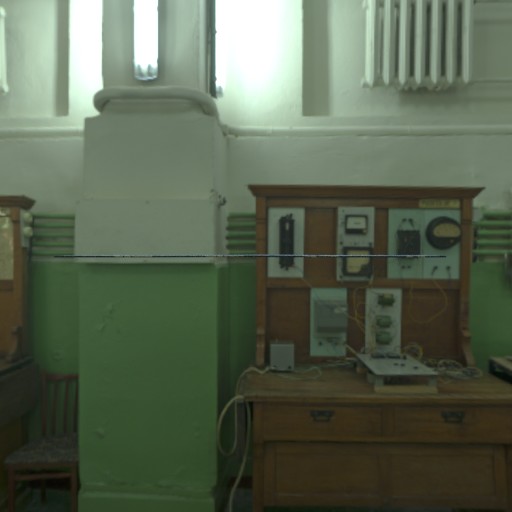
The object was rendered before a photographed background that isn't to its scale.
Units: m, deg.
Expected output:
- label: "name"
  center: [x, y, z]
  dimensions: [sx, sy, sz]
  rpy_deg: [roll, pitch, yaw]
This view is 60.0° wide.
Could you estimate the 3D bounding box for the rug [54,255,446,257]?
- label: "rug"
  center: [0.000, 0.000, 2.151]
  dimensions: [1.153, 0.010, 1.755]
  rpy_deg: [0, 0, 2]
